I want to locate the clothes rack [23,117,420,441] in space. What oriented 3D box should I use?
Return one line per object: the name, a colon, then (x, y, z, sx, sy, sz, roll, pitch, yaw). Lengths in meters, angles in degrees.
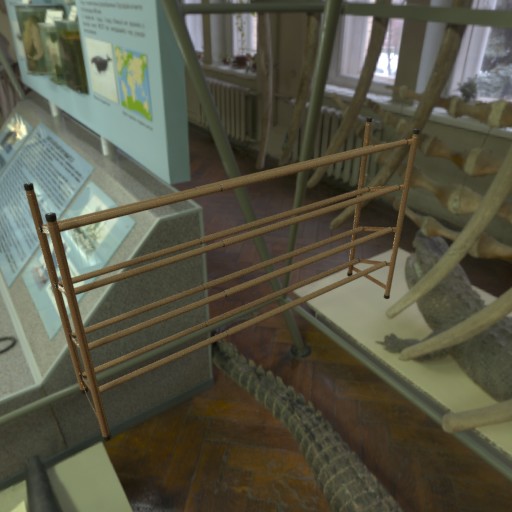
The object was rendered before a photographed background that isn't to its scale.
clothes rack: (0.000, 0.000, 1.405, 1.168, 0.672, 0.229, -19, 35, -30)
